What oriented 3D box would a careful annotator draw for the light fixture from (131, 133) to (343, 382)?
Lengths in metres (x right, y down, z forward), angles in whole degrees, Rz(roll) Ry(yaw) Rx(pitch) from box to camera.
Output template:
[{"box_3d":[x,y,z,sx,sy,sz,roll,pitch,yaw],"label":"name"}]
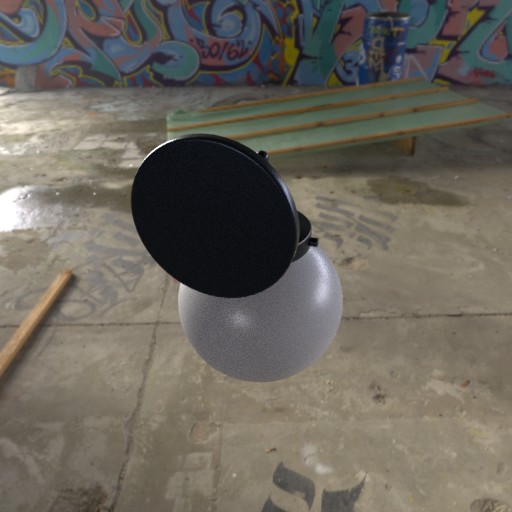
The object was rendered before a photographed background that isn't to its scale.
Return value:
[{"box_3d":[0.000,0.000,0.486,0.197,0.332,0.230,10,34,15],"label":"light fixture"}]
